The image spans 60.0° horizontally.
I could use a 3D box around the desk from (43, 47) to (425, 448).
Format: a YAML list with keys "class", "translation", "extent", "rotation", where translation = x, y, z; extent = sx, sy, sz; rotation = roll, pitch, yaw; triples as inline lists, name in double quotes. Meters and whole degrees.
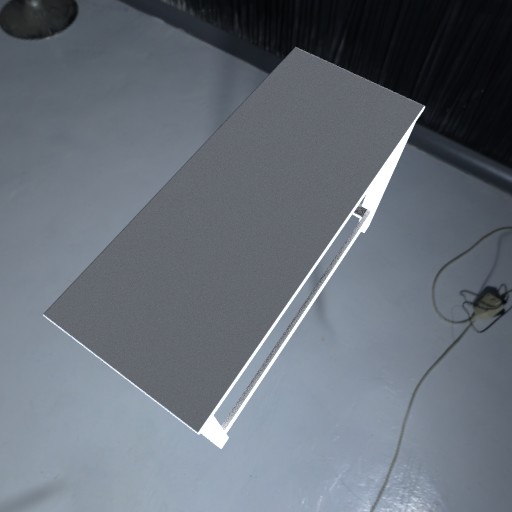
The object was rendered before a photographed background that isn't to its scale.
- class: "desk"
  translation: [0.000, 0.000, 1.611]
  extent: [0.504, 0.762, 1.191]
  rotation: [32, 68, 15]
